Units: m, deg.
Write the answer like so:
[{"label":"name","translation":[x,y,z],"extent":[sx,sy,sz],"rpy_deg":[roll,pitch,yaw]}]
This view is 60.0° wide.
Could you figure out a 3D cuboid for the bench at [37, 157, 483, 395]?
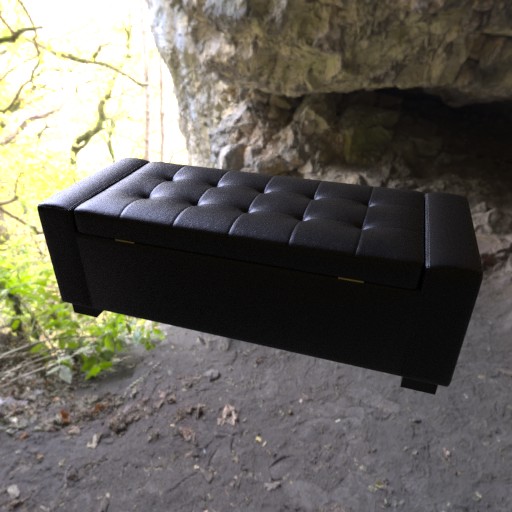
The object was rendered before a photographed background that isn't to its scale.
[{"label":"bench","translation":[0.000,0.000,1.520],"extent":[1.296,0.445,0.508],"rpy_deg":[9,32,16]}]
